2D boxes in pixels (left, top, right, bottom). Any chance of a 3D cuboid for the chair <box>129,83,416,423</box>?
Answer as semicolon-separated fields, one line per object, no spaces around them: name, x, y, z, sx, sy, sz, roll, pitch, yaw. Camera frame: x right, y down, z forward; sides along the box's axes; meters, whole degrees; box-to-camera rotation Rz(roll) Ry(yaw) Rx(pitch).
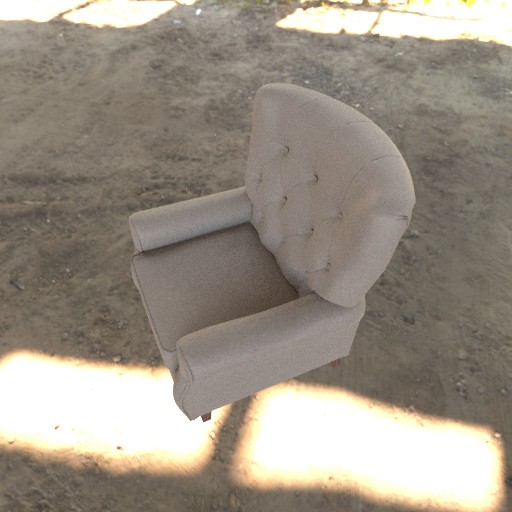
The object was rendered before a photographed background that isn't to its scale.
chair;0.000;0.000;1.949;1.041;1.138;0.999;-18;48;-16
